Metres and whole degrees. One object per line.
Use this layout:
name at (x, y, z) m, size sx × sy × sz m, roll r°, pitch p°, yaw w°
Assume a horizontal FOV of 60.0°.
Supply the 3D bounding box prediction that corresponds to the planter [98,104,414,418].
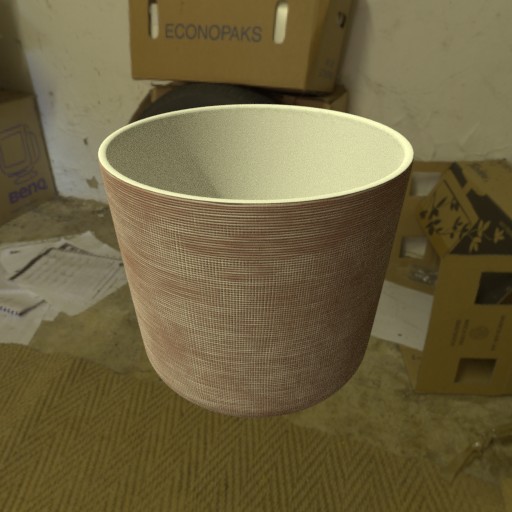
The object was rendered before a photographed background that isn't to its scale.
planter at (0.000, 0.000, 0.747) m, size 0.440 × 0.398 × 0.440 m, roll 0°, pitch 32°, yaw 0°
